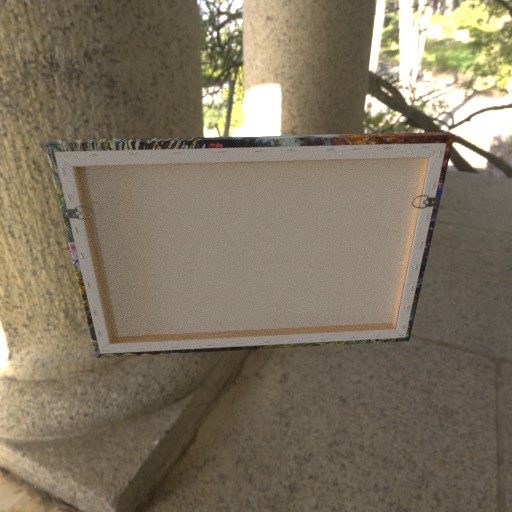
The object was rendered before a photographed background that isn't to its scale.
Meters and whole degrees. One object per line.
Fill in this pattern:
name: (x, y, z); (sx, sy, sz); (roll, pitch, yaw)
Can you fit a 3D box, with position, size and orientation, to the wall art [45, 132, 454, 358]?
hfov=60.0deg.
wall art: (0.000, 0.000, 1.427); (1.136, 0.760, 0.042); (-2, 30, -4)
